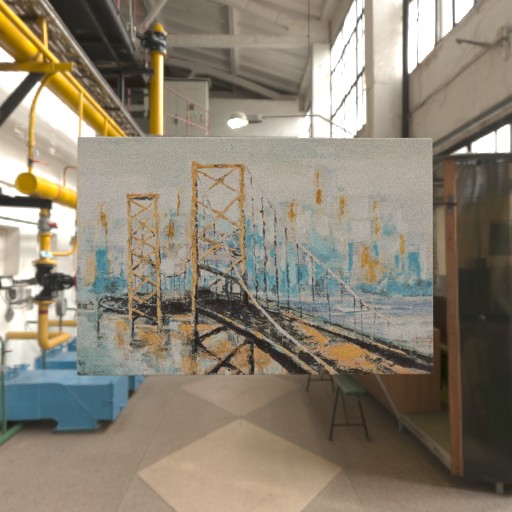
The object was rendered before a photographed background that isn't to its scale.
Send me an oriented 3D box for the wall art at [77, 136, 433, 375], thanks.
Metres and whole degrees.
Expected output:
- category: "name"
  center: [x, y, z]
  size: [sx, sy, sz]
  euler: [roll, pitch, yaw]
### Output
- category: "wall art"
  center: [0.000, 0.000, 1.153]
  size: [0.913, 0.609, 0.038]
  euler: [0, 0, -1]
